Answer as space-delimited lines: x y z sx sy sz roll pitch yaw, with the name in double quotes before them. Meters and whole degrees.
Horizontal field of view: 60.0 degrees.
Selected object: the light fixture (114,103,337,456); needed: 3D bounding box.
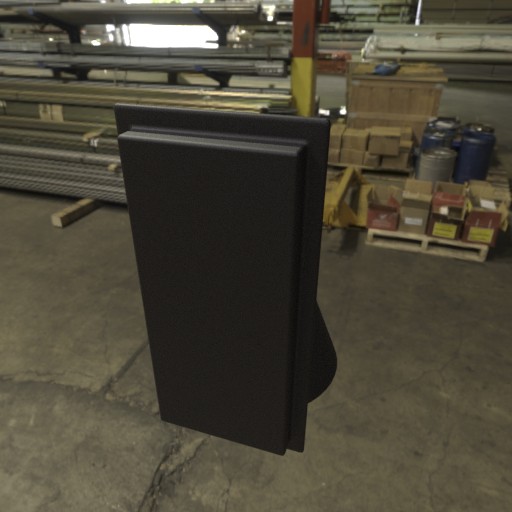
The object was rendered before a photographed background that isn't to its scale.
"light fixture" 0.000 0.000 0.419 0.170 0.298 0.207 9 31 16
